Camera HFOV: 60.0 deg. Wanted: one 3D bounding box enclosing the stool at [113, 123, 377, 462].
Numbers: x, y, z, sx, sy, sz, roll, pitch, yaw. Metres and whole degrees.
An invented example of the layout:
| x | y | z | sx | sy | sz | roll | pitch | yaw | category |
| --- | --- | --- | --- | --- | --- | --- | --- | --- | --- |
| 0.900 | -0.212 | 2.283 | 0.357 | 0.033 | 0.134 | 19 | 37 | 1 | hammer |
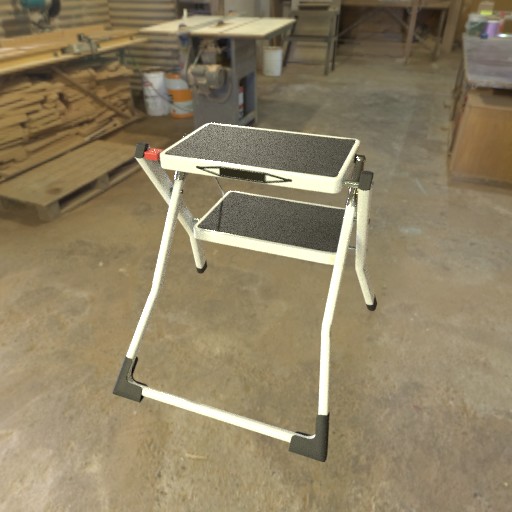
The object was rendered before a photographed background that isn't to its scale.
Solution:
| x | y | z | sx | sy | sz | roll | pitch | yaw | category |
| --- | --- | --- | --- | --- | --- | --- | --- | --- | --- |
| 0.000 | 0.000 | 0.882 | 0.485 | 0.445 | 0.490 | 11 | 35 | 17 | stool |
